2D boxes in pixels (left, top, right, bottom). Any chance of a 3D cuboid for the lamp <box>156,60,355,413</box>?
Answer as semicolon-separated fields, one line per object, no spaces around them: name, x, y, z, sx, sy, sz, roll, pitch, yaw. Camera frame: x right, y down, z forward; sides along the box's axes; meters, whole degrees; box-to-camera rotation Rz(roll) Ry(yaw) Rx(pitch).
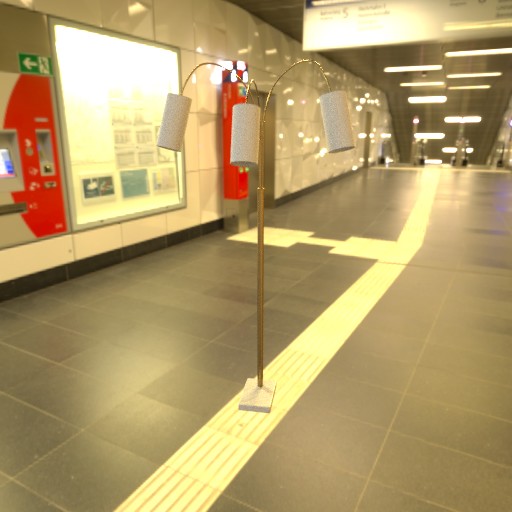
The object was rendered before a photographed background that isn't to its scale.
lamp;0.000;0.000;2.508;1.020;2.055;0.667;3;16;9
